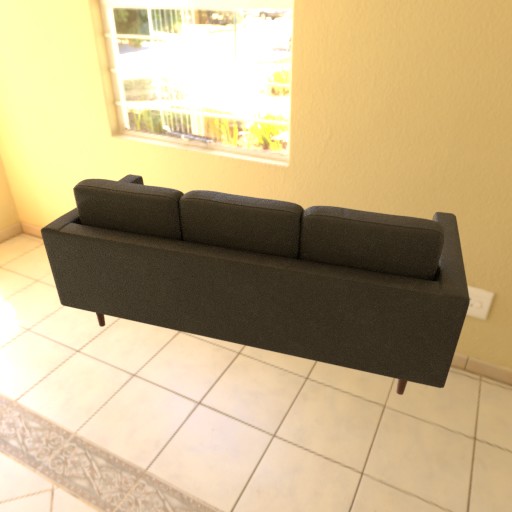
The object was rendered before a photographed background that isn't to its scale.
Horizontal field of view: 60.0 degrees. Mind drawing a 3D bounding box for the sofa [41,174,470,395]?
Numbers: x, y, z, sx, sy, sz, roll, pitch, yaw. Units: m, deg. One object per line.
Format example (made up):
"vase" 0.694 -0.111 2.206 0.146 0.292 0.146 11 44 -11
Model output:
"sofa" 0.000 0.000 2.459 2.029 0.899 0.879 9 32 15
